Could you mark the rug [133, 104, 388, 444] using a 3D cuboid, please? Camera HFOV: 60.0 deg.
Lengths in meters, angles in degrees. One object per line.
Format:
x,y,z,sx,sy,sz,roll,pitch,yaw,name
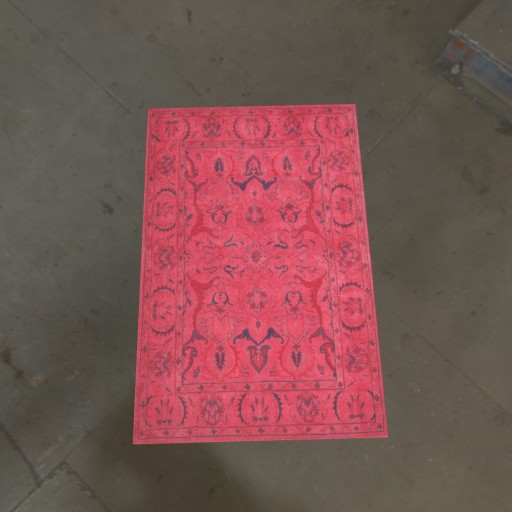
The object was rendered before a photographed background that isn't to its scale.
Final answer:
0.000,0.000,2.341,1.209,0.008,1.814,-1,74,0,rug
